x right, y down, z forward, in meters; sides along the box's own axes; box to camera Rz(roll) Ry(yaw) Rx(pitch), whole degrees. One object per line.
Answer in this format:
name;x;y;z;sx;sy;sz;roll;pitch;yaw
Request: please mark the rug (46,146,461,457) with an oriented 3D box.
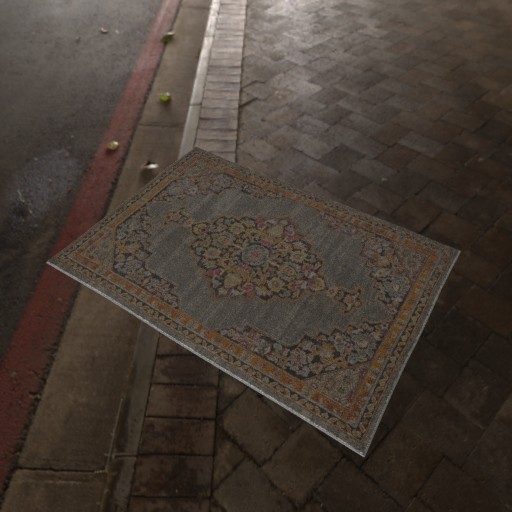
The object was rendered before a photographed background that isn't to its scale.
rug;0.000;0.000;3.783;2.901;0.026;2.043;26;53;22
